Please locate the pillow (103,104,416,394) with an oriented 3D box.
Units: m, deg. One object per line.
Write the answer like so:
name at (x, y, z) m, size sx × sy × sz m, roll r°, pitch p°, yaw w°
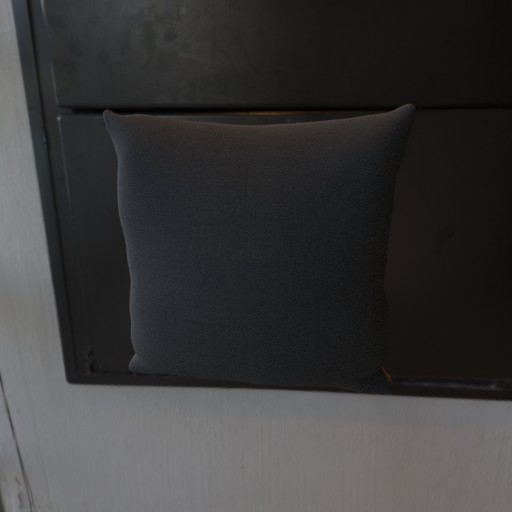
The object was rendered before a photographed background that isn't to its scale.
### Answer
pillow at (0.000, 0.000, 0.767) m, size 0.503 × 0.496 × 0.208 m, roll 3°, pitch 18°, yaw 8°
